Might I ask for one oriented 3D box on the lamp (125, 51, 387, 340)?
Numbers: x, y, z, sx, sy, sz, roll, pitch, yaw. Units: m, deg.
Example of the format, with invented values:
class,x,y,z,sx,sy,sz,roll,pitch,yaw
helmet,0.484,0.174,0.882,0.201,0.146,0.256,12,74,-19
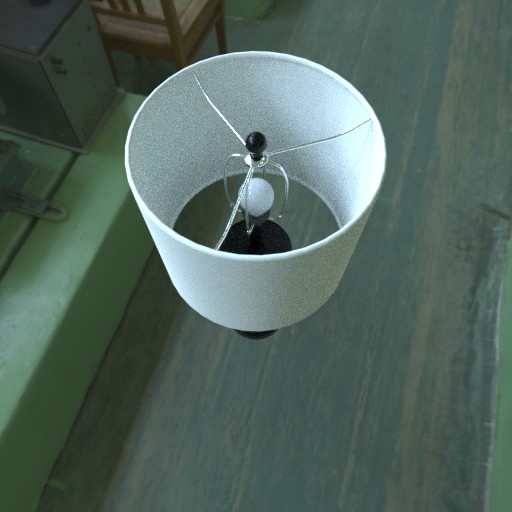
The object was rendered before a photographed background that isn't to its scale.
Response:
class,x,y,z,sx,sy,sz,roll,pitch,yaw
lamp,0.000,0.000,0.792,0.305,0.634,0.305,14,65,7
